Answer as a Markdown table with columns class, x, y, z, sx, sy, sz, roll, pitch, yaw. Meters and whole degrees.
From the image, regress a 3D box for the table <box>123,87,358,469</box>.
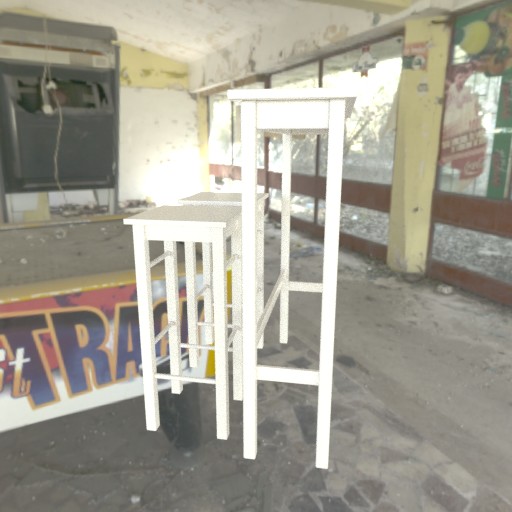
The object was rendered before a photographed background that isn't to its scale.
| class | x | y | z | sx | sy | sz | roll | pitch | yaw |
| --- | --- | --- | --- | --- | --- | --- | --- | --- | --- |
| table | 0.000 | 0.000 | 1.646 | 0.650 | 1.065 | 0.915 | 3 | 15 | 10 |
